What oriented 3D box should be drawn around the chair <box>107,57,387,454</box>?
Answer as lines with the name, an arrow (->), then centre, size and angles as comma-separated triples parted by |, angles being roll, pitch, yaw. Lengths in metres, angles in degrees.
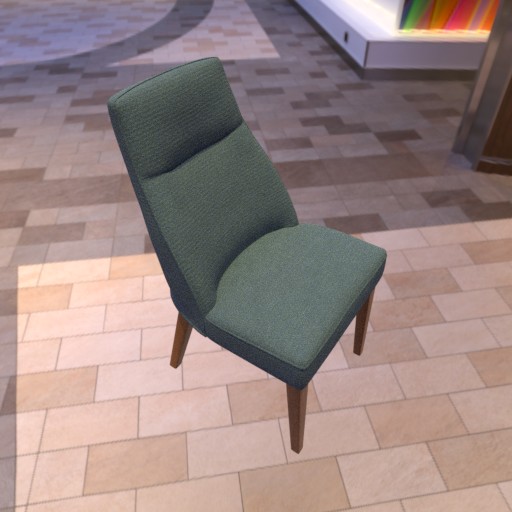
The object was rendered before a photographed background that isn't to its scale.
chair -> 0.000, 0.000, 1.273 | 0.620, 0.930, 0.500 | 25, 47, 25
